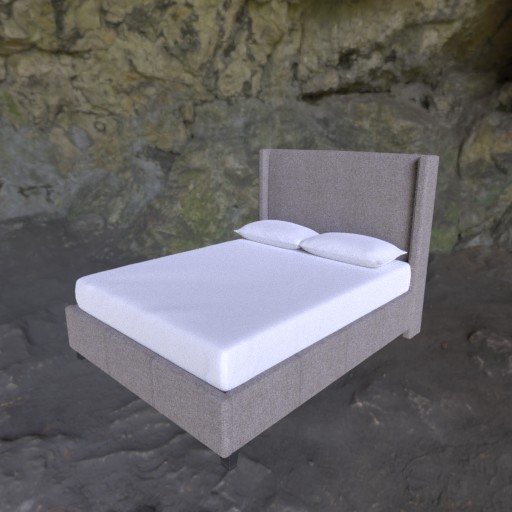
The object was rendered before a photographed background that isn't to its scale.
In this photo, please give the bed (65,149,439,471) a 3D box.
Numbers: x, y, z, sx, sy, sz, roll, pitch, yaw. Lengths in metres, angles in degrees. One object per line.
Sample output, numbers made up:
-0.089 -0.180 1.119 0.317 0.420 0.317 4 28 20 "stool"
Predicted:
0.000 0.000 3.339 1.714 1.476 2.245 15 21 42 "bed"
